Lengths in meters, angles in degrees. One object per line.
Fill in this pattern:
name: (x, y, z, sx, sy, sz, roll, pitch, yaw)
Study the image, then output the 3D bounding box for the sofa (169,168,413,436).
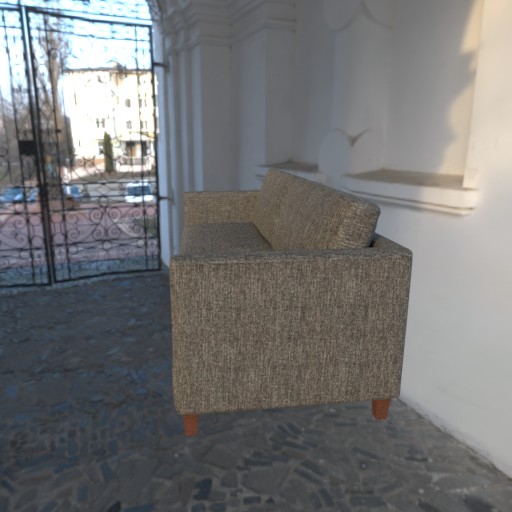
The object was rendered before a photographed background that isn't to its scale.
sofa: (0.000, 0.000, 2.731, 0.948, 0.960, 2.208, -2, 15, -7)
